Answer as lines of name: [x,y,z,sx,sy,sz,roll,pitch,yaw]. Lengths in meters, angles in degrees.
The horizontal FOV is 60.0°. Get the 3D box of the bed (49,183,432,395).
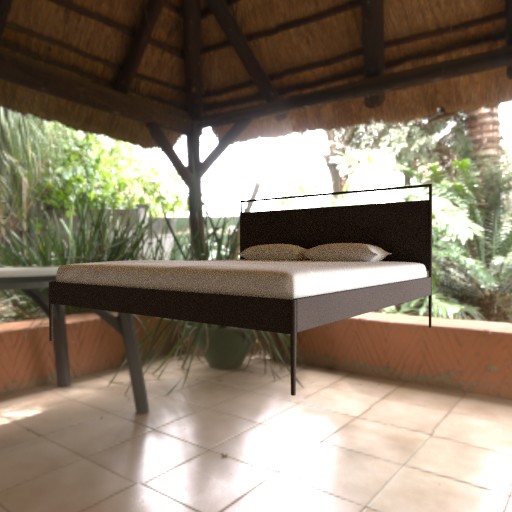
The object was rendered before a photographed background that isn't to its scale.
bed: [0.000,0.000,3.344,1.993,1.173,2.151,0,1,36]
